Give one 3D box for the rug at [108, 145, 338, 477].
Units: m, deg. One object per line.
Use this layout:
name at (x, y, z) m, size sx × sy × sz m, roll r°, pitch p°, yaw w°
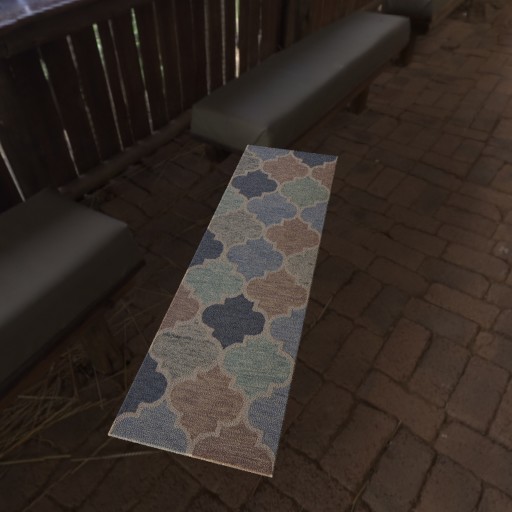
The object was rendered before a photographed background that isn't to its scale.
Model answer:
rug at (0.000, 0.000, 2.534) m, size 0.687 × 0.011 × 2.287 m, roll 10°, pitch 46°, yaw 10°
